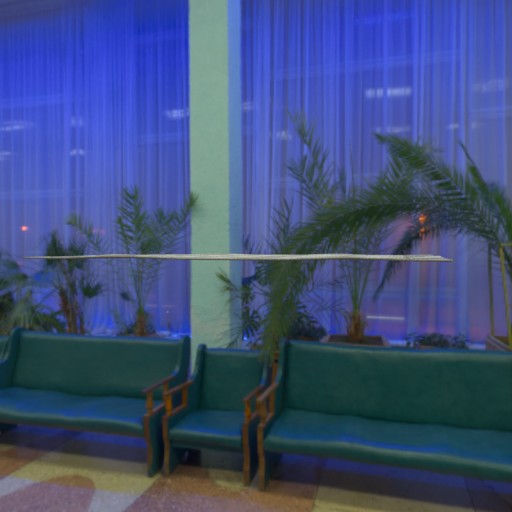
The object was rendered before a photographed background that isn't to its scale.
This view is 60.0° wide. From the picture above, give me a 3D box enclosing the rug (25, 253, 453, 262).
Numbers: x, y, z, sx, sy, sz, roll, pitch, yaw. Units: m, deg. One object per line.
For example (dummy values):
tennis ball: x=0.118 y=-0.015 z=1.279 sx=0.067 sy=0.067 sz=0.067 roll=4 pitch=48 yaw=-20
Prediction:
rug: x=0.000 y=0.000 z=4.390 sx=3.333 sy=0.027 sz=2.428 roll=0 pitch=1 yaw=18
